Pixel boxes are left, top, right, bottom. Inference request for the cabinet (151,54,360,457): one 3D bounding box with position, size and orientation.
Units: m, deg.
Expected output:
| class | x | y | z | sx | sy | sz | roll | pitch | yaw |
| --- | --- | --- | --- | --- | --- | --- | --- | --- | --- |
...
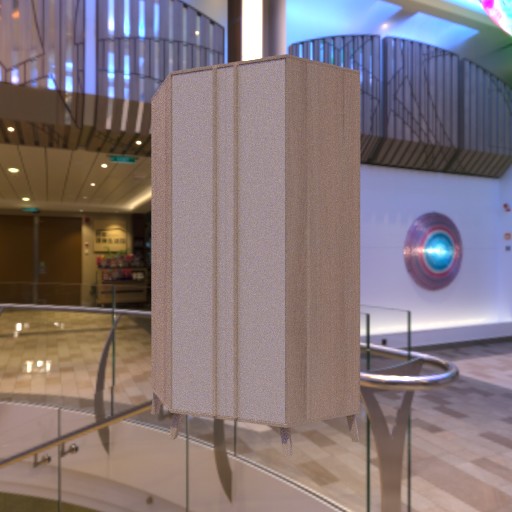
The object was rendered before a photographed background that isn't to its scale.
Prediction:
| class | x | y | z | sx | sy | sz | roll | pitch | yaw |
| --- | --- | --- | --- | --- | --- | --- | --- | --- | --- |
| cabinet | 0.000 | 0.000 | 2.696 | 1.272 | 1.957 | 0.969 | 0 | 0 | 19 |
